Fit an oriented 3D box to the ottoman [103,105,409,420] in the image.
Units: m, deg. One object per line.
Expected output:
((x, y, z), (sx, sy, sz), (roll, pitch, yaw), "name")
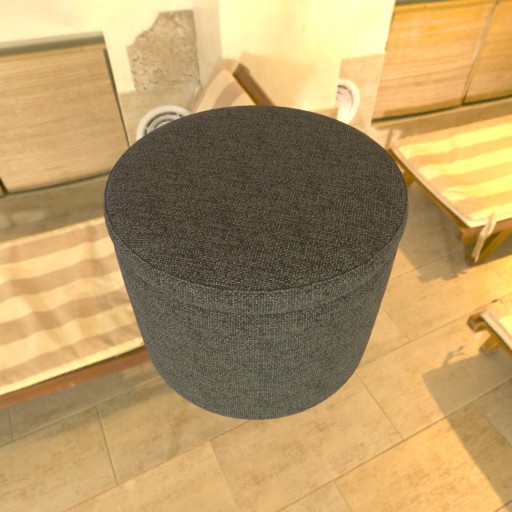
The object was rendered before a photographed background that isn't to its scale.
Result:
((0.000, 0.000, 0.899), (0.520, 0.430, 0.520), (0, 46, 0), "ottoman")
